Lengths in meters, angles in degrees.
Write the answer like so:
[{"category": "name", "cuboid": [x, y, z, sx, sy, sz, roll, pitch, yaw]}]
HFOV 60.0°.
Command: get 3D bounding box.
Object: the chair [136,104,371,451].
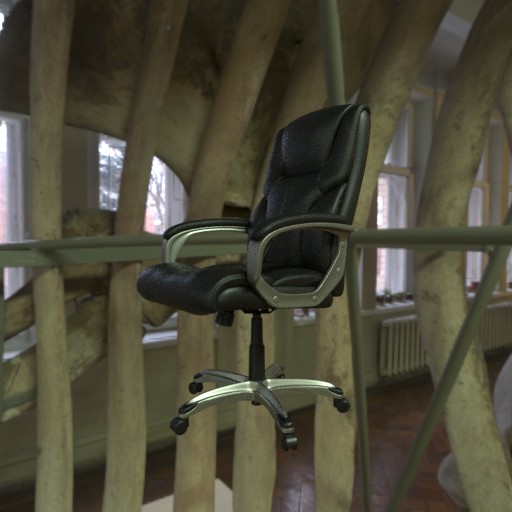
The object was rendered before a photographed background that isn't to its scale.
[{"category": "chair", "cuboid": [0.000, 0.000, 1.620, 0.739, 1.155, 0.663, -2, 3, -36]}]
